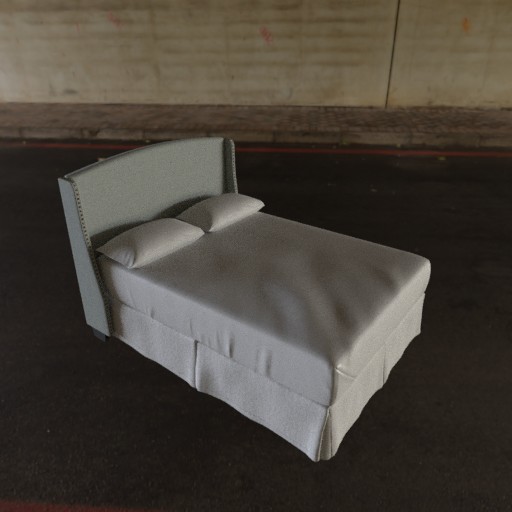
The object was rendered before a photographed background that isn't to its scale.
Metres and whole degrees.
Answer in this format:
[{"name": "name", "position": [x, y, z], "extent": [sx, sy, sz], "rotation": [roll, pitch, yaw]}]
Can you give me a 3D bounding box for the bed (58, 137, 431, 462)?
[{"name": "bed", "position": [0.000, 0.000, 3.384], "extent": [2.237, 1.407, 1.710], "rotation": [19, 32, 33]}]
